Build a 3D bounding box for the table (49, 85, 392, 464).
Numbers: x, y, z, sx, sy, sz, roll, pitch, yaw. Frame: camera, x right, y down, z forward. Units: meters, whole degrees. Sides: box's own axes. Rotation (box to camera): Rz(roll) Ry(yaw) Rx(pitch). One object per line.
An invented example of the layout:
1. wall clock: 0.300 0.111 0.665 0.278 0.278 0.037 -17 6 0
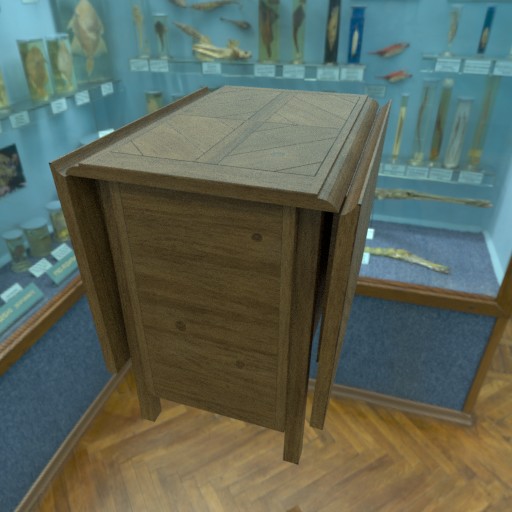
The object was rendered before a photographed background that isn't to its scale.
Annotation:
1. table: 0.000 0.000 1.268 0.591 0.763 0.746 10 33 15
